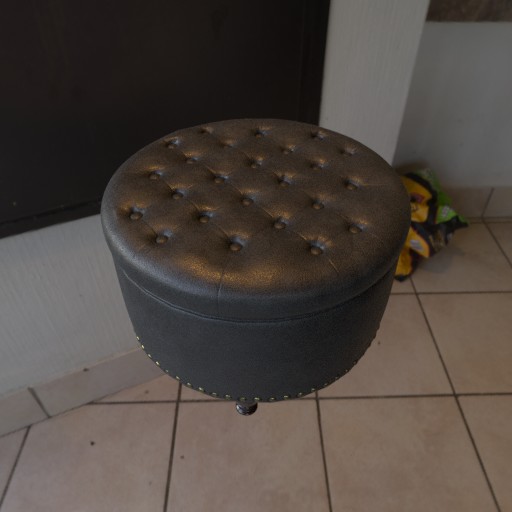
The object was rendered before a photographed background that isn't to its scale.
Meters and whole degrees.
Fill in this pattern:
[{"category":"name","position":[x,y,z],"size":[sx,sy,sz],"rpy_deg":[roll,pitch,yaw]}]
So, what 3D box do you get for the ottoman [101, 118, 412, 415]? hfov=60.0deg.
[{"category":"ottoman","position":[0.000,0.000,1.060],"size":[0.637,0.442,0.637],"rpy_deg":[0,42,0]}]
